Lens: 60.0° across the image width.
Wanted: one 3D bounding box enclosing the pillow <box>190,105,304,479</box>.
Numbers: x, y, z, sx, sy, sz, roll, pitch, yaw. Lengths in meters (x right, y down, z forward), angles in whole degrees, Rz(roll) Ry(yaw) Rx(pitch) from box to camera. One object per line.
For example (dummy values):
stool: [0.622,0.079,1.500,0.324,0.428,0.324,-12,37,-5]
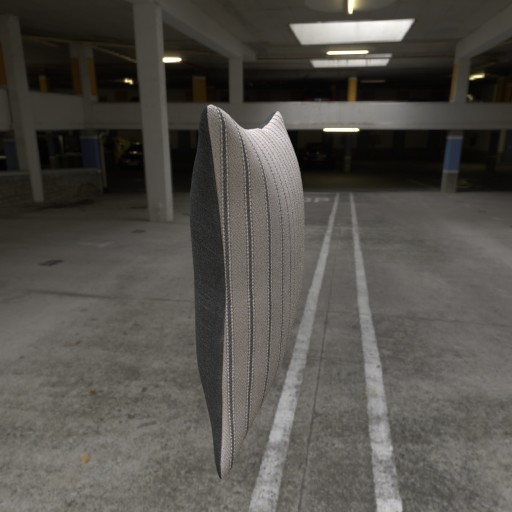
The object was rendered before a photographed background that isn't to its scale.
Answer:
pillow: [0.000,0.000,0.697,0.138,0.444,0.468,3,17,11]
